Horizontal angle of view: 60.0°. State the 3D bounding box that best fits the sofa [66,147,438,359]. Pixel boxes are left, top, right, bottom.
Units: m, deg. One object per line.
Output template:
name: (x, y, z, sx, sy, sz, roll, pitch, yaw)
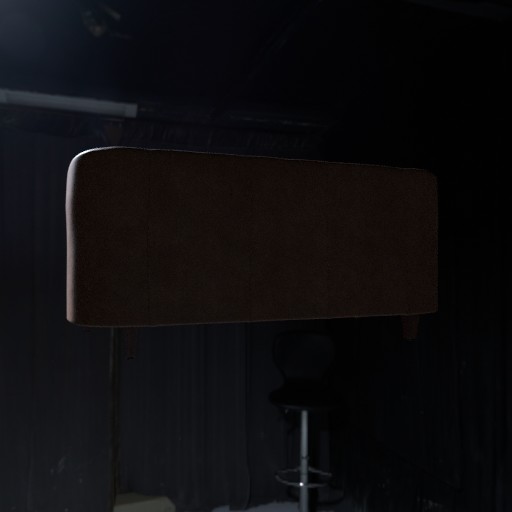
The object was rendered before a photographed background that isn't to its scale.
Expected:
sofa: (0.000, 0.000, 2.209, 1.755, 0.786, 0.914, 0, -1, -18)
